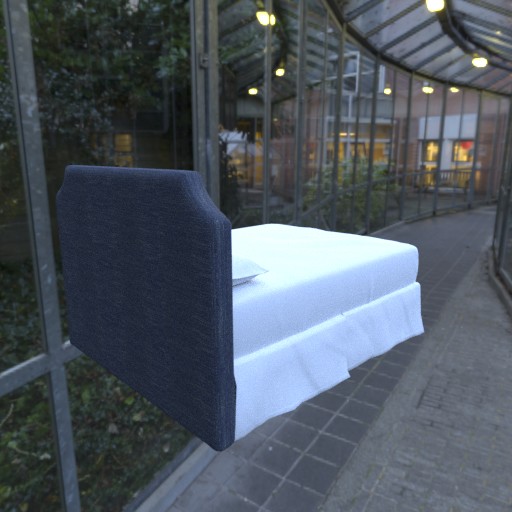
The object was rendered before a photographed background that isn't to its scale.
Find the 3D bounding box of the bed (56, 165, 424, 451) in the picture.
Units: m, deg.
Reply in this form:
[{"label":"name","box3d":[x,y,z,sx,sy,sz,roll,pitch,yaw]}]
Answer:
[{"label":"bed","box3d":[0.000,0.000,3.173,2.116,1.290,1.693,-12,18,-43]}]
